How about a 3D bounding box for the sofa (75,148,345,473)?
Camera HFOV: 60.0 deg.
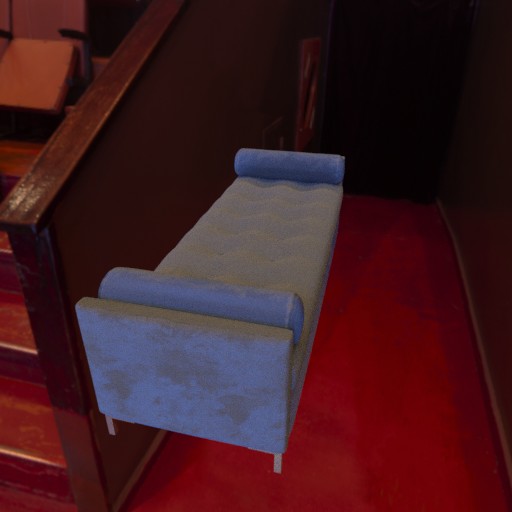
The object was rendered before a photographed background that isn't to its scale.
[{"bbox_3d":[0.000,0.000,2.474,0.796,0.705,2.102,7,30,13],"label":"sofa"}]
